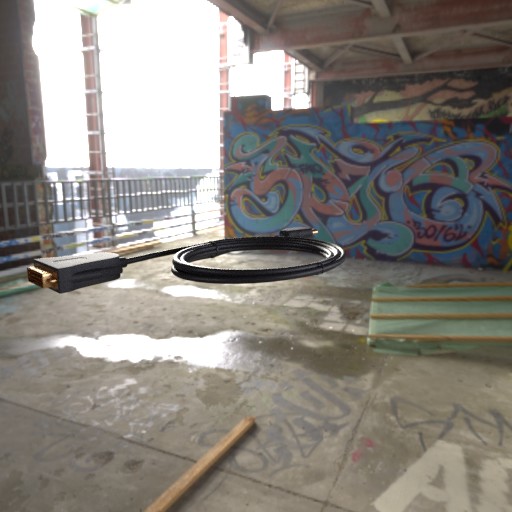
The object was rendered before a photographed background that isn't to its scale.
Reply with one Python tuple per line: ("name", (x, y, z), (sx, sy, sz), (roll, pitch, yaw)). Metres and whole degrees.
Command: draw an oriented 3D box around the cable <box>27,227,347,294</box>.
("cable", (0.000, 0.000, 0.331), (0.136, 0.015, 0.281), (11, 16, 44))
